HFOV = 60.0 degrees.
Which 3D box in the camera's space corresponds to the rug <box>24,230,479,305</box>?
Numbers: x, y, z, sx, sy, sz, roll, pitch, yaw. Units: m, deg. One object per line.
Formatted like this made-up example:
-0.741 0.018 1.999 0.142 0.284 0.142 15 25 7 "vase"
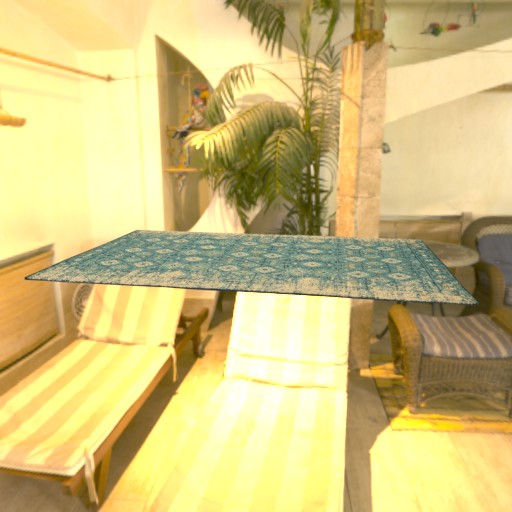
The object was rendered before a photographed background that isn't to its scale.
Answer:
0.000 0.000 3.055 2.449 0.015 1.530 2 14 10 "rug"
